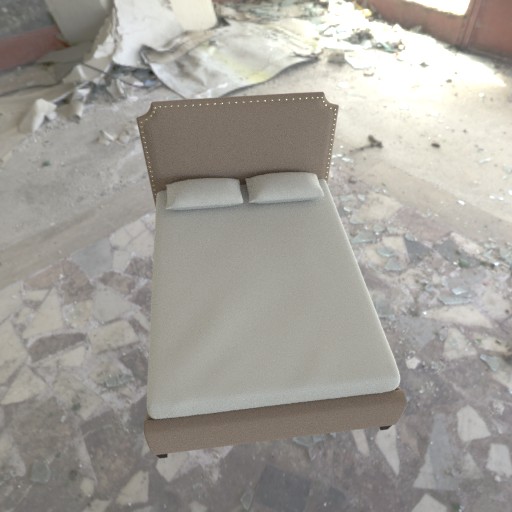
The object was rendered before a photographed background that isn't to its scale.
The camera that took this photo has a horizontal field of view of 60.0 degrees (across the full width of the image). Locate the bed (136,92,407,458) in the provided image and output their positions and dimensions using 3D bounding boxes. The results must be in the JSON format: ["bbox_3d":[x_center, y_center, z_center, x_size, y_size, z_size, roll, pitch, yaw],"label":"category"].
[{"bbox_3d":[0.000,0.000,3.392,1.713,1.443,2.372,-5,47,-5],"label":"bed"}]
